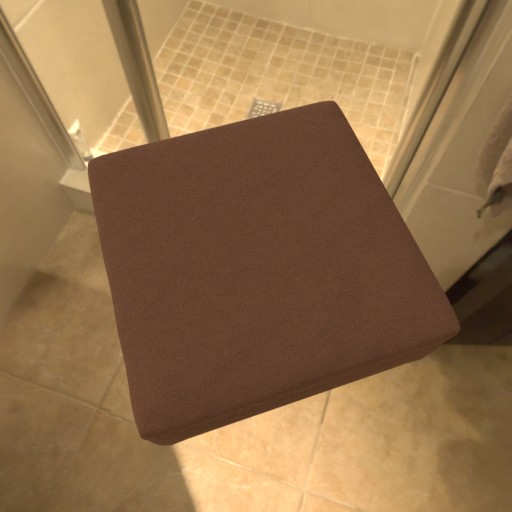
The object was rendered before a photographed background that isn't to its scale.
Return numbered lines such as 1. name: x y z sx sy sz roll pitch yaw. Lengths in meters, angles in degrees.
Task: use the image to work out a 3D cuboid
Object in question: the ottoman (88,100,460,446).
1. ottoman: 0.000 0.000 1.862 1.181 0.470 1.181 -16 64 -8
